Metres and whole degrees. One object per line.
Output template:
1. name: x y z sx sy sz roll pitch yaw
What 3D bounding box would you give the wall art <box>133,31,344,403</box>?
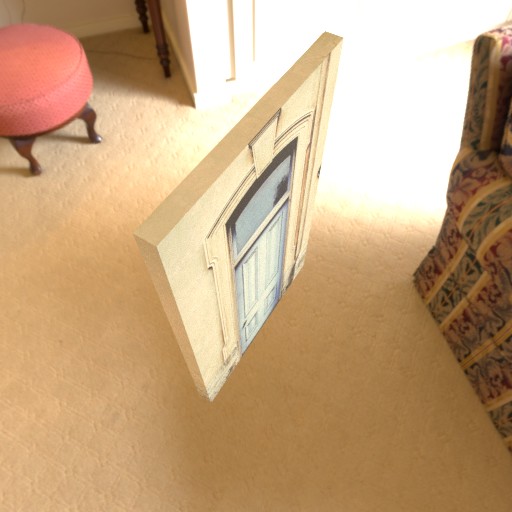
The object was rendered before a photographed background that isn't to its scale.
1. wall art: 0.000 0.000 0.977 0.038 0.764 0.508 28 62 16
